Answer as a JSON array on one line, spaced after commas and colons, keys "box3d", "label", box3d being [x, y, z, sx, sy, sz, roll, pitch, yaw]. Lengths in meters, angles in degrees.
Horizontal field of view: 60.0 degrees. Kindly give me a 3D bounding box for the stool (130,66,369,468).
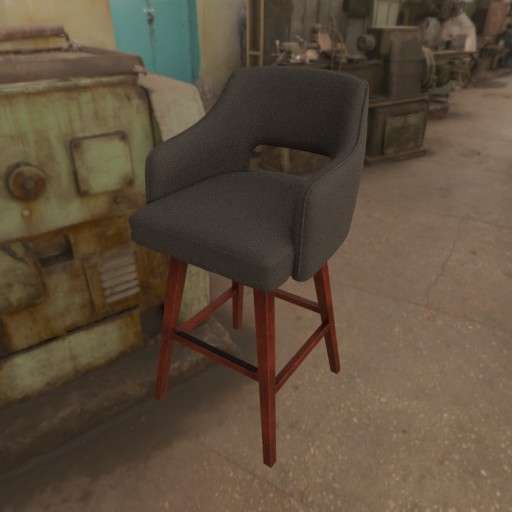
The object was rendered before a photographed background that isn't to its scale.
[{"box3d": [0.000, 0.000, 1.346, 0.548, 1.012, 0.558, 18, 35, 29], "label": "stool"}]
